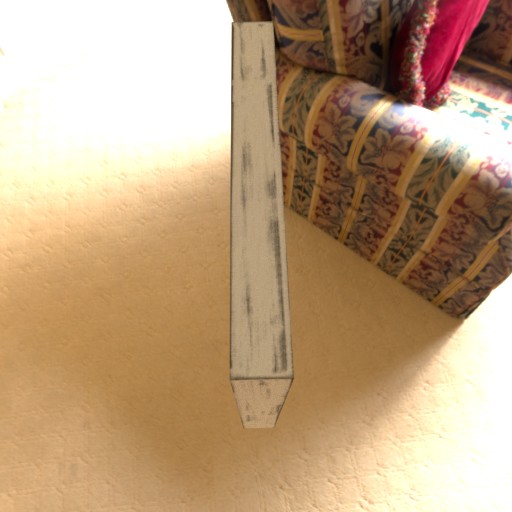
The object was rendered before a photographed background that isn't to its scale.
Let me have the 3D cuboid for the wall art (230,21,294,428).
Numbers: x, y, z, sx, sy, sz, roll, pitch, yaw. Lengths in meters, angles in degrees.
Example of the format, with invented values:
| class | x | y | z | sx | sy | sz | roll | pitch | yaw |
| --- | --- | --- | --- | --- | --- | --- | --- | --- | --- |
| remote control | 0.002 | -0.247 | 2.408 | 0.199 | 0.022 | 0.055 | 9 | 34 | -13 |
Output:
| class | x | y | z | sx | sy | sz | roll | pitch | yaw |
| --- | --- | --- | --- | --- | --- | --- | --- | --- | --- |
| wall art | 0.000 | 0.000 | 0.453 | 0.036 | 0.303 | 0.303 | -1 | 64 | -1 |
